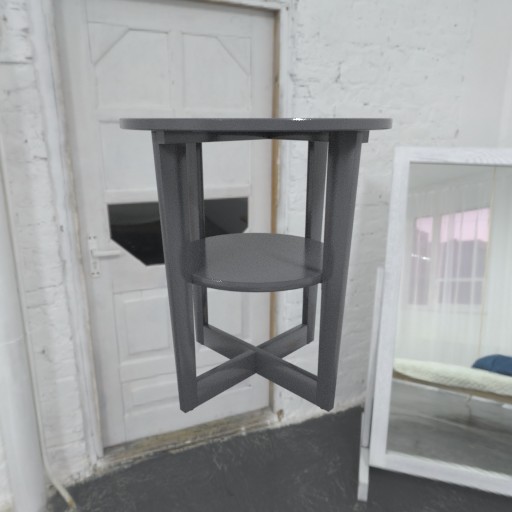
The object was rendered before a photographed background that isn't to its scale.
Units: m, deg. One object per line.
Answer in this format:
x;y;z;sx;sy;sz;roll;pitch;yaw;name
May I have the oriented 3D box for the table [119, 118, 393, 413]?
0.000;0.000;0.926;0.500;0.550;0.500;0;17;0;table
